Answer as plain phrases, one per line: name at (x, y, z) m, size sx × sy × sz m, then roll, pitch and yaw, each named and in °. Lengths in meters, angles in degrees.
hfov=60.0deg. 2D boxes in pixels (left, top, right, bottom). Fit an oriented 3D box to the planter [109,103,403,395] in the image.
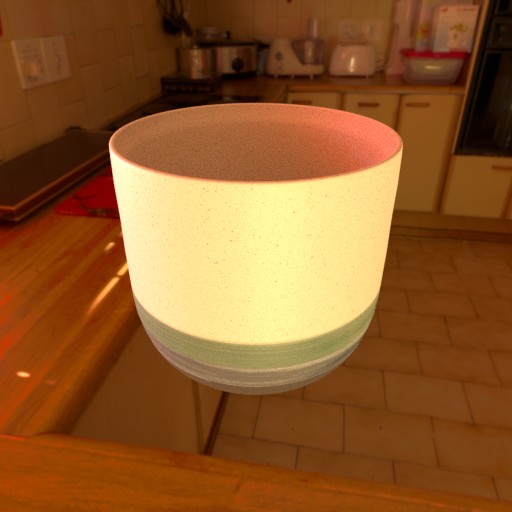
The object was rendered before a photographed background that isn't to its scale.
planter at (0.000, 0.000, 0.484) m, size 0.268 × 0.270 × 0.268 m, roll 0°, pitch 30°, yaw 0°
